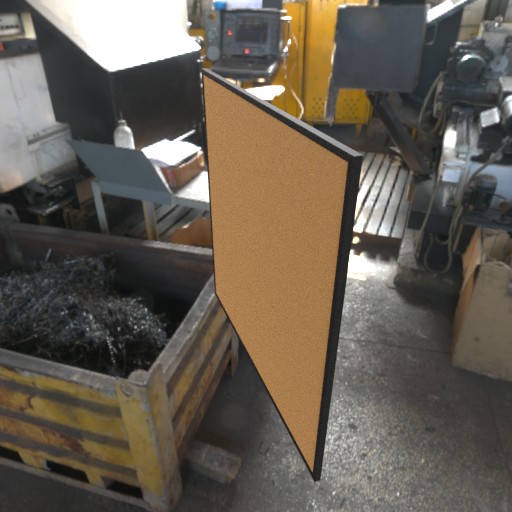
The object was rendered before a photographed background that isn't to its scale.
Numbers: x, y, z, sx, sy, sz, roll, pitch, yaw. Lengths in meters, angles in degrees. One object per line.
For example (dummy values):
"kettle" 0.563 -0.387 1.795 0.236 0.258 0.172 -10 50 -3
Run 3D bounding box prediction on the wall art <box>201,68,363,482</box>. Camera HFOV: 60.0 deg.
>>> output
"wall art" 0.000 0.000 0.962 0.015 0.663 0.664 -12 34 -18
